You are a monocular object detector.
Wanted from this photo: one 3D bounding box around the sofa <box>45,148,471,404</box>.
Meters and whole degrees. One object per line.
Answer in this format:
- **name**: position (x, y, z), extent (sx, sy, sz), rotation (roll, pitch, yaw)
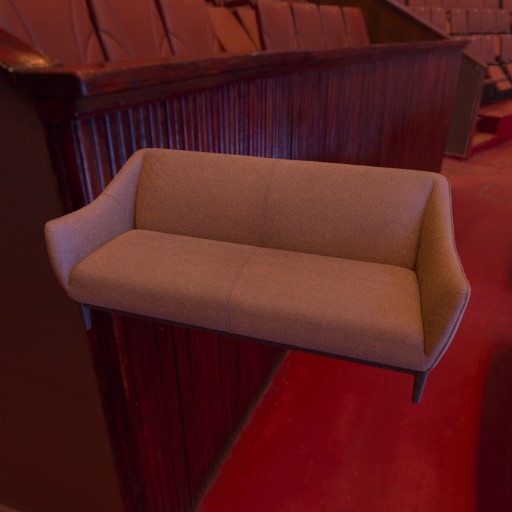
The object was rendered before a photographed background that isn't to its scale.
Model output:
- **sofa**: position (0.000, 0.000, 2.314), extent (1.928, 0.830, 0.869), rotation (9, 29, 16)
